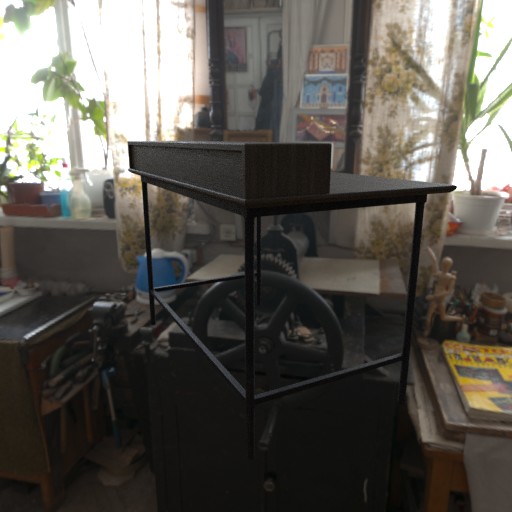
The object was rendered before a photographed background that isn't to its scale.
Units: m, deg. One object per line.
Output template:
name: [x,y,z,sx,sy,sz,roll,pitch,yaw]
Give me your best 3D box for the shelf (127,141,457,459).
shelf: [0.000,0.000,1.731,0.685,0.865,1.212,-8,17,-26]
